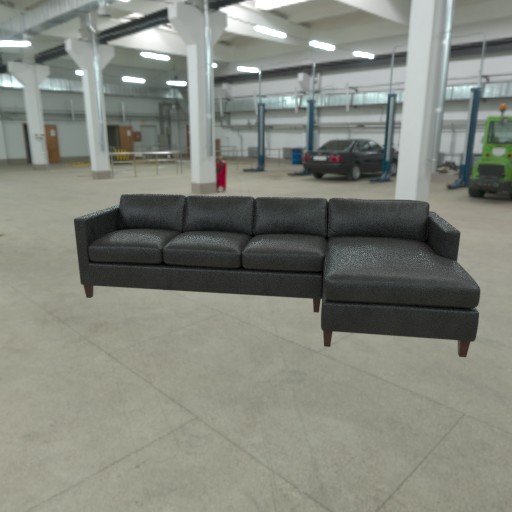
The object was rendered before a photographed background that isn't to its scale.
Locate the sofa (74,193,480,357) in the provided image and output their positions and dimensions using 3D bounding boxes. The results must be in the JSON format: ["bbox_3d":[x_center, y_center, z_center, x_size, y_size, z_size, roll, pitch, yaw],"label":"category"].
[{"bbox_3d":[0.000,0.000,3.819,3.203,0.883,1.581,3,15,9],"label":"sofa"}]
